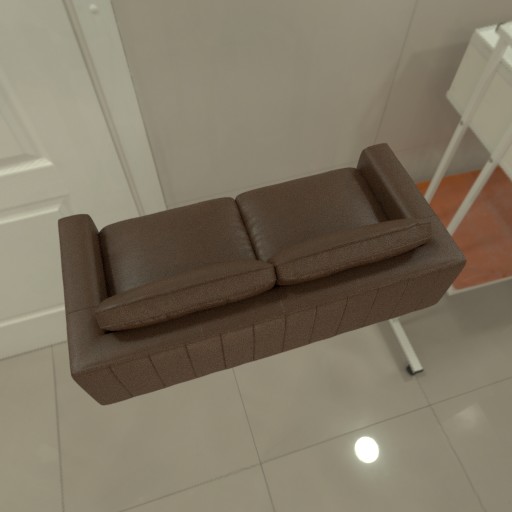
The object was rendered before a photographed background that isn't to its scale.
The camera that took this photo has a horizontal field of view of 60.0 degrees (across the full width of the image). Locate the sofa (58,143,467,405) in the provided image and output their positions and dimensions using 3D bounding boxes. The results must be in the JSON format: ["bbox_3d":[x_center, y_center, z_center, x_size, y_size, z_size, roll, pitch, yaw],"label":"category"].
[{"bbox_3d":[0.000,0.000,2.781,2.262,0.801,1.070,-15,58,-9],"label":"sofa"}]
